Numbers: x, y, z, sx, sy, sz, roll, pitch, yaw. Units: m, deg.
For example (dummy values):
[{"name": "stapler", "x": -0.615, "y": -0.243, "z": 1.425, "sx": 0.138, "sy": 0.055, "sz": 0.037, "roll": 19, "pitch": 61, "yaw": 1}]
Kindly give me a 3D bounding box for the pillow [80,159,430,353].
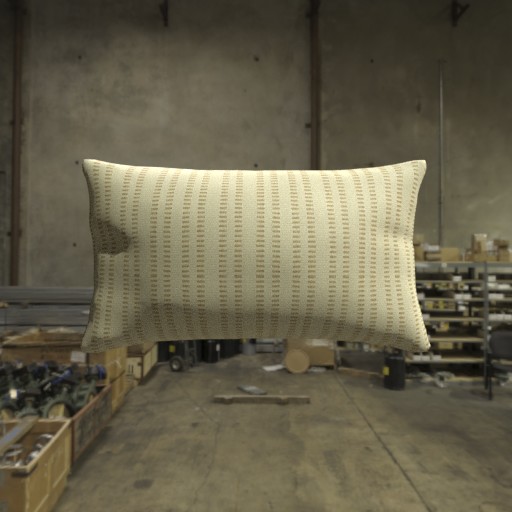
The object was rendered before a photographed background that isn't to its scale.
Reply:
[{"name": "pillow", "x": 0.000, "y": 0.000, "z": 0.803, "sx": 0.640, "sy": 0.353, "sz": 0.210, "roll": 0, "pitch": -1, "yaw": -1}]
